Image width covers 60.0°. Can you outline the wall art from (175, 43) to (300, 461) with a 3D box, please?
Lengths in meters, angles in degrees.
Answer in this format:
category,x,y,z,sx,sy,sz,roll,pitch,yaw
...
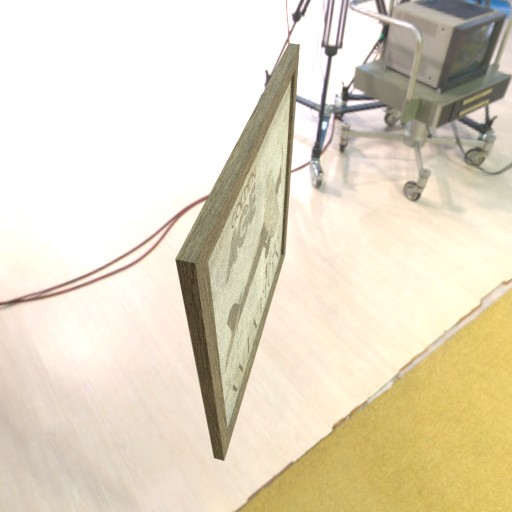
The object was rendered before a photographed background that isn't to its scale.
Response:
category,x,y,z,sx,sy,sz,roll,pitch,yaw
wall art,0.000,0.000,0.752,0.019,0.508,0.508,11,48,10
